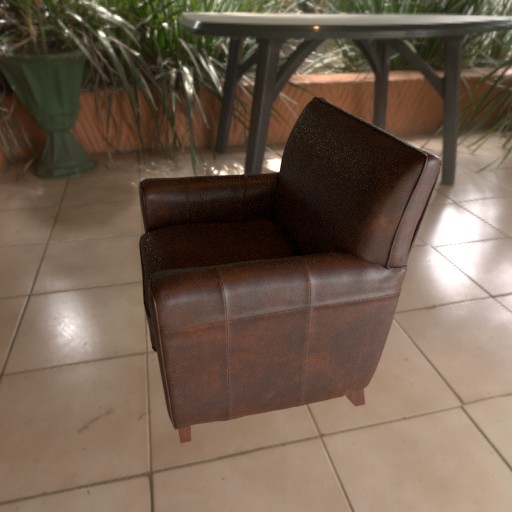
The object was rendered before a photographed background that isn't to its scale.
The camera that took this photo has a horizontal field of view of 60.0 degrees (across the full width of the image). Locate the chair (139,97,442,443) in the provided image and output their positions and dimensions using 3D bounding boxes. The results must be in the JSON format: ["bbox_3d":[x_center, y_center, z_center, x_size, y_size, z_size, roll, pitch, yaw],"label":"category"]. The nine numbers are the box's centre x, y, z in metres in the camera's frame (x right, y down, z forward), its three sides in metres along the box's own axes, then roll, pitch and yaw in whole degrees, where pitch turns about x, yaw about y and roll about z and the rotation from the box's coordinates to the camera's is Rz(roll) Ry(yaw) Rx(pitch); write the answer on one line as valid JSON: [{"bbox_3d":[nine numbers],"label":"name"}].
[{"bbox_3d":[0.000,0.000,1.623,0.823,0.943,0.870,-8,31,-13],"label":"chair"}]
